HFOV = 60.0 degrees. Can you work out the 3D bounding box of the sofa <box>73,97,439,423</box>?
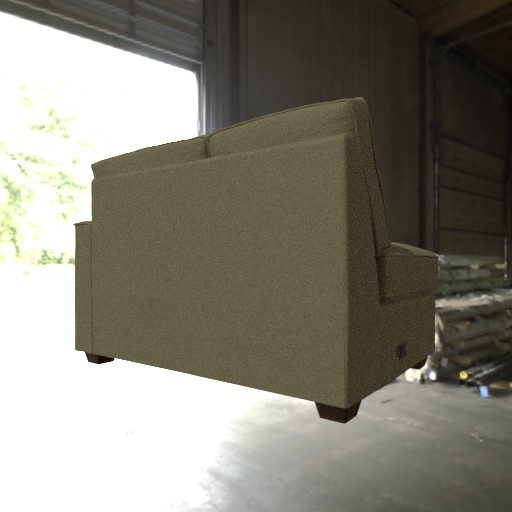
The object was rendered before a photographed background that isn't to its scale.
[{"bbox_3d":[0.000,0.000,2.018,1.388,0.989,0.991,0,0,36],"label":"sofa"}]
